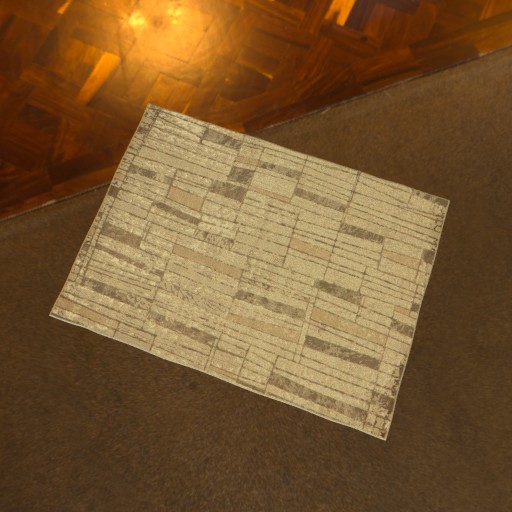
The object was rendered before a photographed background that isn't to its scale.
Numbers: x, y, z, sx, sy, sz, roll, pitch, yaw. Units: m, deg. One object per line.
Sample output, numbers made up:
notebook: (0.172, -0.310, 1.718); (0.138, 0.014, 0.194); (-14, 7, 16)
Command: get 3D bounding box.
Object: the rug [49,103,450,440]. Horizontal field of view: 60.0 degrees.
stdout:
rug: (0.000, 0.000, 4.399); (3.357, 0.019, 2.449); (19, 77, 5)
